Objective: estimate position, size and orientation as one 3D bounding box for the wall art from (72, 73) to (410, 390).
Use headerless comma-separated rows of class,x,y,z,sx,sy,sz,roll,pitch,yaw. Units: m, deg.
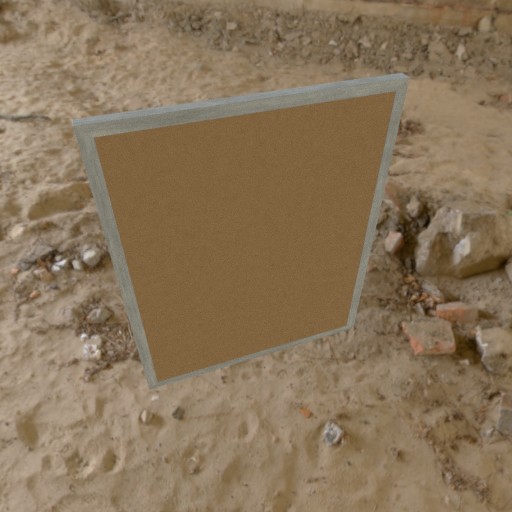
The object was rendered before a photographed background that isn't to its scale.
wall art,0.000,0.000,0.798,0.479,0.582,0.022,-14,43,-15
